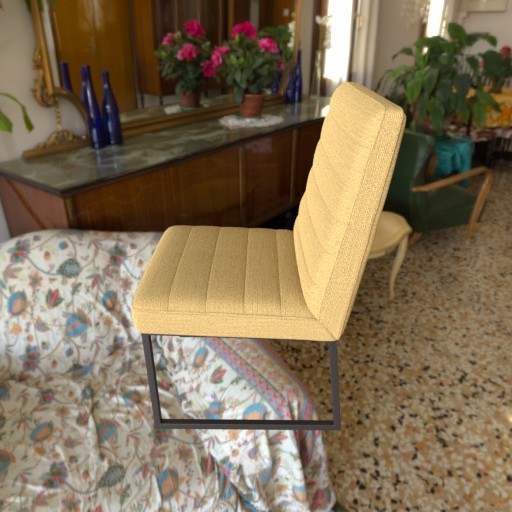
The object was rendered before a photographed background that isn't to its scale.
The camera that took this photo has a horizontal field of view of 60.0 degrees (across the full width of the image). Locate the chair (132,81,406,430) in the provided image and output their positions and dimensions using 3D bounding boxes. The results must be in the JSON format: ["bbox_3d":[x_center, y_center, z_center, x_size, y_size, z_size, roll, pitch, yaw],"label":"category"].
[{"bbox_3d":[0.000,0.000,1.316,0.634,0.930,0.520,0,27,1],"label":"chair"}]
